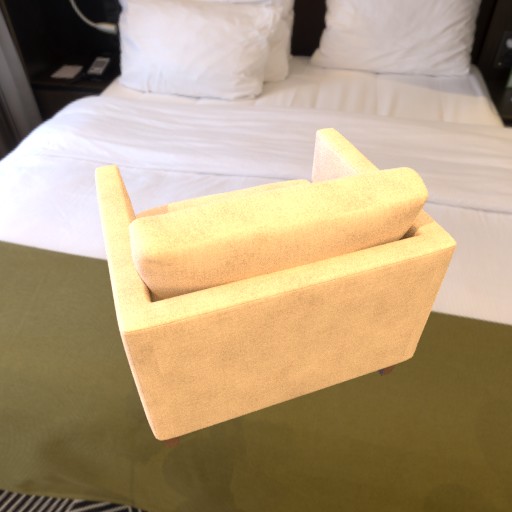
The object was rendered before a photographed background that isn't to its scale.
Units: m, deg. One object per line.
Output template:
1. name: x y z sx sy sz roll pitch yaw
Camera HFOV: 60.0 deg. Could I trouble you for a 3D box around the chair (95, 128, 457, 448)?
1. chair: 0.000 0.000 1.842 1.133 0.961 0.959 -13 44 -15
